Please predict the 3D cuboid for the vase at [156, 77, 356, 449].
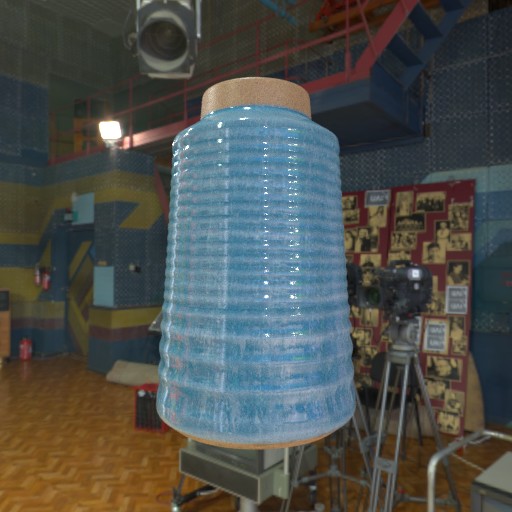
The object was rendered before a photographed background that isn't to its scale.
[{"bbox_3d":[0.000,0.000,0.374,0.163,0.267,0.163,0,-1,0],"label":"vase"}]
